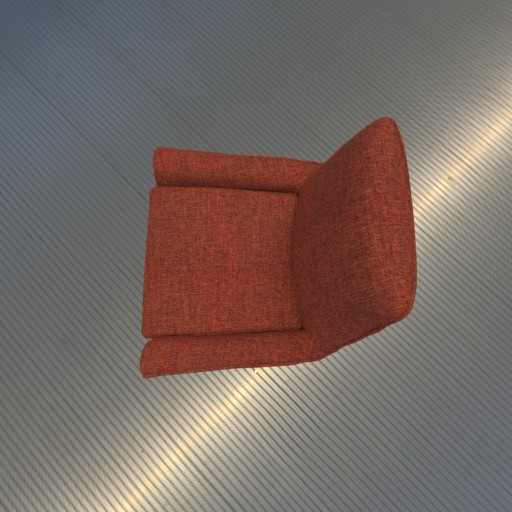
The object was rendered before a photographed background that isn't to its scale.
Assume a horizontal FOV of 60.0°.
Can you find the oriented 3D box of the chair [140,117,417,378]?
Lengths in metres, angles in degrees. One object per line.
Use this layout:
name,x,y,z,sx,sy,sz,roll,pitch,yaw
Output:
chair,0.000,0.000,1.510,0.784,0.911,0.803,0,75,0
